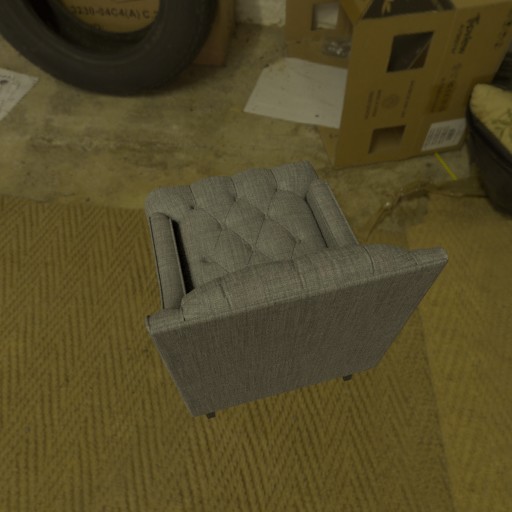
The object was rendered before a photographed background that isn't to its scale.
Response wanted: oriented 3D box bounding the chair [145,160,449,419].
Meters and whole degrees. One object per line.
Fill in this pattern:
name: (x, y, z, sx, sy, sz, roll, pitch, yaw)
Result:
chair: (0.000, 0.000, 1.437, 0.655, 0.891, 0.771, -13, 58, -8)
